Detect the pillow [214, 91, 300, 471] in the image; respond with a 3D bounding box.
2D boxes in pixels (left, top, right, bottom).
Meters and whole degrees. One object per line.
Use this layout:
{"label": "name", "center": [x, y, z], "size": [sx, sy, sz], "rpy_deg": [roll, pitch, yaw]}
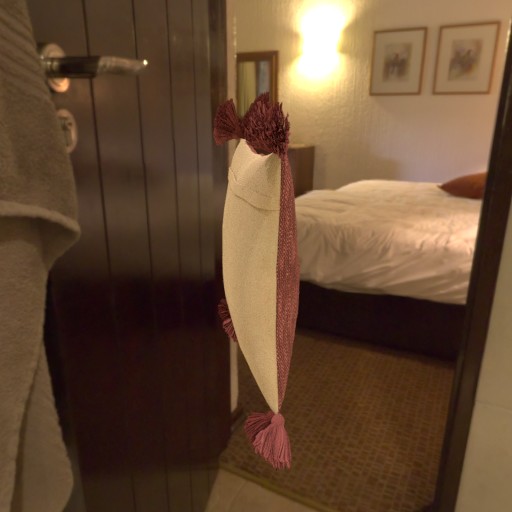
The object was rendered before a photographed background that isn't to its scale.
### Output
{"label": "pillow", "center": [0.000, 0.000, 0.957], "size": [0.138, 0.659, 0.641], "rpy_deg": [-3, 18, -9]}
